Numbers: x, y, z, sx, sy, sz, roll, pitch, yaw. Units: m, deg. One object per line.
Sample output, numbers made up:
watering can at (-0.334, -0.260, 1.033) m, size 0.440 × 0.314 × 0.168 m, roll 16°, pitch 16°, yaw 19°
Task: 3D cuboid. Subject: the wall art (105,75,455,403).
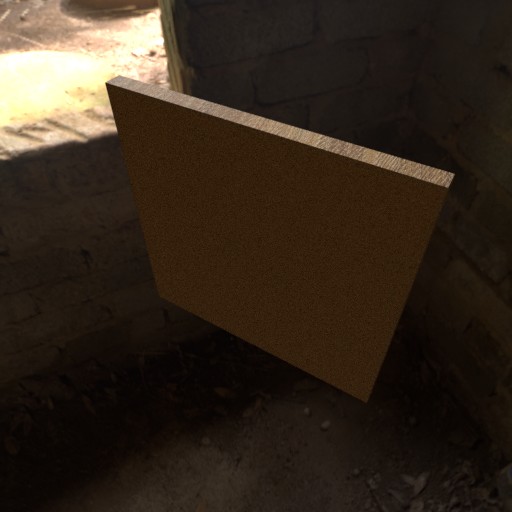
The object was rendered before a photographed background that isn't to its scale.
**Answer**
wall art at (0.000, 0.000, 0.910) m, size 0.611 × 0.608 × 0.042 m, roll 23°, pitch 50°, yaw 21°
